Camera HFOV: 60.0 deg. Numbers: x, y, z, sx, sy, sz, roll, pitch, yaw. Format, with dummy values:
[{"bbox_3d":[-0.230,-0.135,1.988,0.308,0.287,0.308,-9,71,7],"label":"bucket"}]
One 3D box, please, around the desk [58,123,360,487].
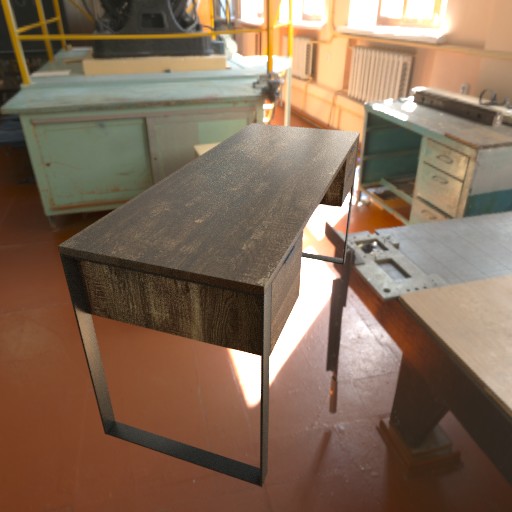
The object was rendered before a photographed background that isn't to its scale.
[{"bbox_3d":[0.000,0.000,1.930,0.599,0.762,1.524,10,31,17],"label":"desk"}]
